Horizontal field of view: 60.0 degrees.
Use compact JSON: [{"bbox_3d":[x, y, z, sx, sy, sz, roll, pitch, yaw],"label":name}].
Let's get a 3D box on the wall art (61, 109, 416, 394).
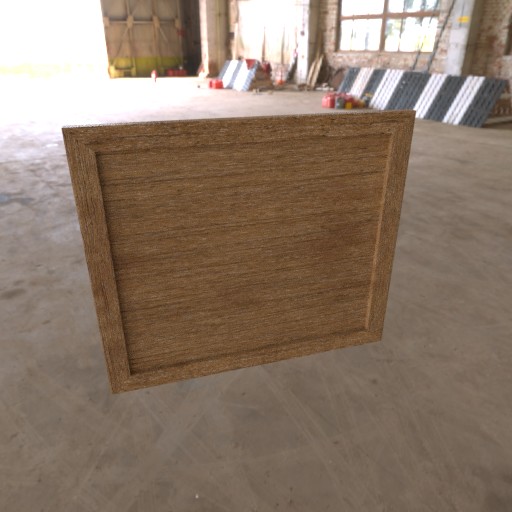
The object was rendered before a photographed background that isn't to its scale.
[{"bbox_3d":[0.000,0.000,0.973,0.690,0.588,0.026,-8,27,-15],"label":"wall art"}]
